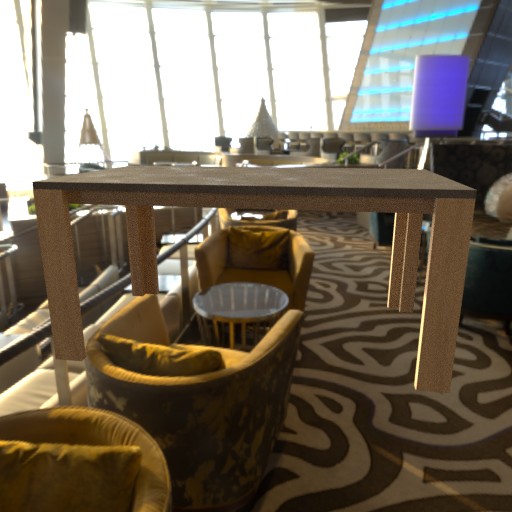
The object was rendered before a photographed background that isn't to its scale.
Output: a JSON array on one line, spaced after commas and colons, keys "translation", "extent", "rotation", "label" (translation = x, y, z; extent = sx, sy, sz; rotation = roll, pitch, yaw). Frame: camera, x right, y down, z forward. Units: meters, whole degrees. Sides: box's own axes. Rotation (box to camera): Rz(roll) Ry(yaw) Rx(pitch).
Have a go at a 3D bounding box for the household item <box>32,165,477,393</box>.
[{"translation": [0.000, 0.000, 2.077], "extent": [1.600, 0.755, 0.850], "rotation": [3, 16, 9], "label": "household item"}]
